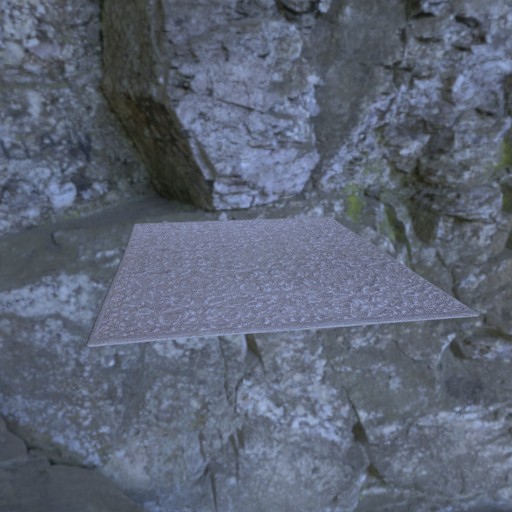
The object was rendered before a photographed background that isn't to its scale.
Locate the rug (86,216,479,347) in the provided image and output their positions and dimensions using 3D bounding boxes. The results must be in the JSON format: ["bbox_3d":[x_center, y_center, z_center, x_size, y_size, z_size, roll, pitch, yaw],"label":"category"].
[{"bbox_3d":[0.000,0.000,4.125,2.472,0.035,3.017,-3,18,-9],"label":"rug"}]
